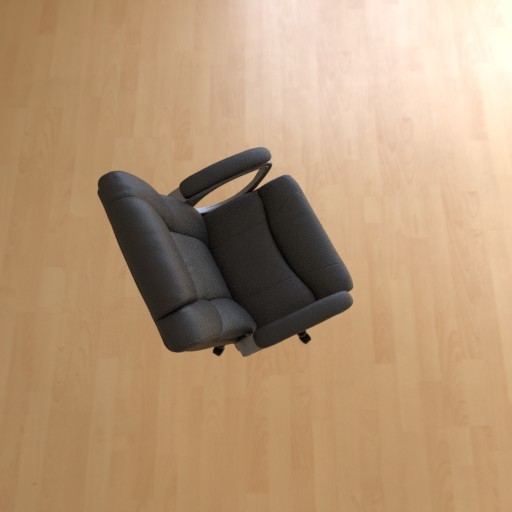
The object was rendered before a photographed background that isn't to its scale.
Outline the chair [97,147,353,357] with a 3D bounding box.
[{"bbox_3d":[0.000,0.000,1.639,0.719,1.130,0.721,-25,77,-6],"label":"chair"}]
